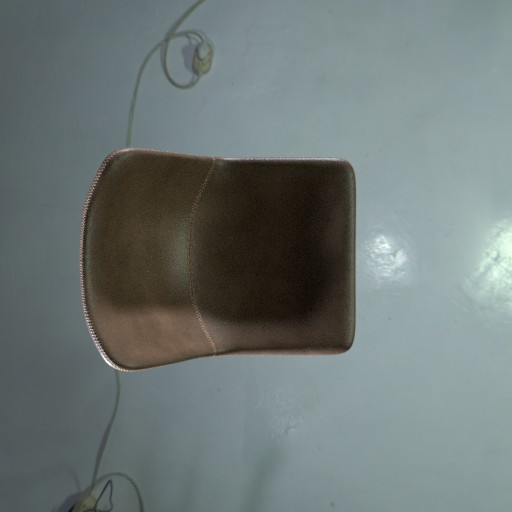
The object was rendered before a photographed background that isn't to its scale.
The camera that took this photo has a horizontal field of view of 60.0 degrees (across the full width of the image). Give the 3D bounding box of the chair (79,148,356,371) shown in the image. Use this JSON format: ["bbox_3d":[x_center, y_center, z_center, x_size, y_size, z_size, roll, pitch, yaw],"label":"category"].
[{"bbox_3d":[0.000,0.000,1.064,0.551,0.780,0.460,0,91,0],"label":"chair"}]
